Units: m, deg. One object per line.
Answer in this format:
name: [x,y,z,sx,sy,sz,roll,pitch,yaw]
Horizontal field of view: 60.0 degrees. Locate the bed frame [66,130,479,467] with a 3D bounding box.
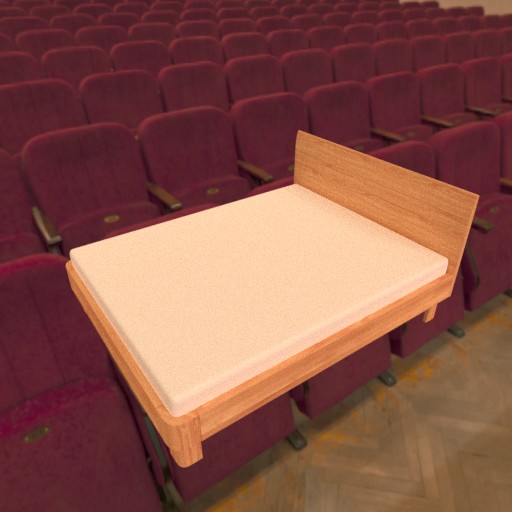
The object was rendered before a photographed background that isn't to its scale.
bed frame: [0.000,0.000,2.948,2.092,0.940,1.660,-21,37,-29]
